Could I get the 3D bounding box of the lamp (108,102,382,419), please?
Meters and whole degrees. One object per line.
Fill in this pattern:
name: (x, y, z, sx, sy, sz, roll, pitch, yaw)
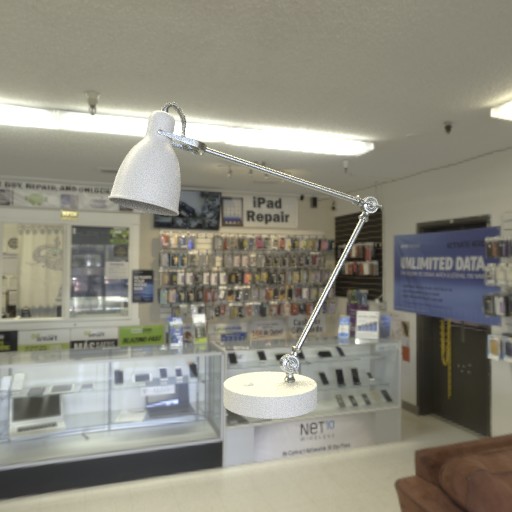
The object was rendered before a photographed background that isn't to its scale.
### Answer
lamp: (0.000, 0.000, 0.883, 0.561, 0.587, 0.187, 0, -1, -18)
